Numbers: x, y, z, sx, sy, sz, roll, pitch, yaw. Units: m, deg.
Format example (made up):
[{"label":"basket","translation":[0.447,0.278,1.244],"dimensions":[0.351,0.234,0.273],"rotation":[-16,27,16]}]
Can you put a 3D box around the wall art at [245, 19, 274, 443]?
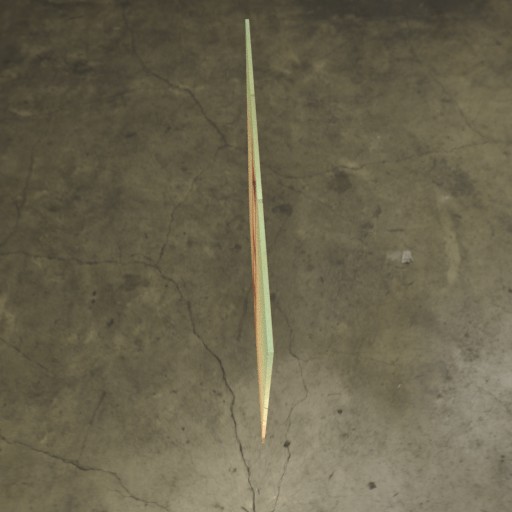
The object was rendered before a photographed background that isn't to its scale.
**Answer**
[{"label":"wall art","translation":[0.000,0.000,1.769],"dimensions":[0.013,1.219,1.214],"rotation":[-3,59,-2]}]
